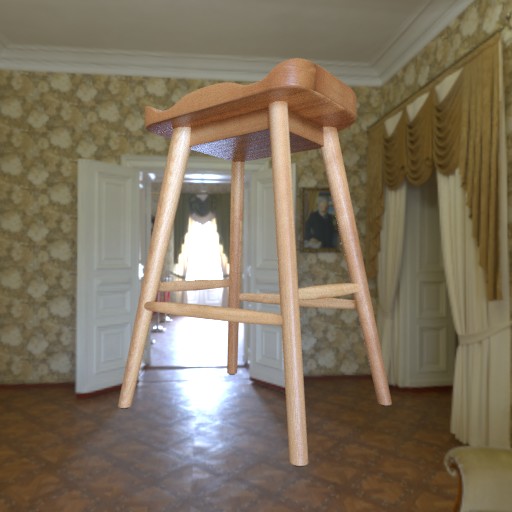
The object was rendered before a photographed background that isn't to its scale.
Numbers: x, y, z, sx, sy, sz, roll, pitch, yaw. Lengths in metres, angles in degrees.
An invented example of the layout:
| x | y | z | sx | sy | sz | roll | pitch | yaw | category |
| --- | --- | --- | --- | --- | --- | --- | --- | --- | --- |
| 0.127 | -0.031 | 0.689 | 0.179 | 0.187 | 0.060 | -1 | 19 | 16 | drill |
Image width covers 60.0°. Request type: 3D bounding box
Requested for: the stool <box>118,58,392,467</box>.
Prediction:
| x | y | z | sx | sy | sz | roll | pitch | yaw | category |
| --- | --- | --- | --- | --- | --- | --- | --- | --- | --- |
| 0.000 | 0.000 | 0.908 | 0.440 | 0.615 | 0.361 | 0 | -1 | 37 | stool |
